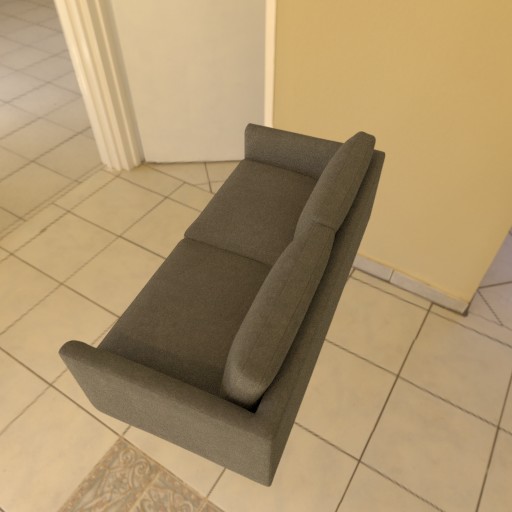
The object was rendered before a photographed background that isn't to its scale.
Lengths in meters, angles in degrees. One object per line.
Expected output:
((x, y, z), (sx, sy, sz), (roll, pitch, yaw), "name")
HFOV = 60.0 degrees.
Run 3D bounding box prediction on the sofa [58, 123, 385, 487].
((0.000, 0.000, 2.778), (1.092, 0.838, 2.257), (17, 49, 16), "sofa")
